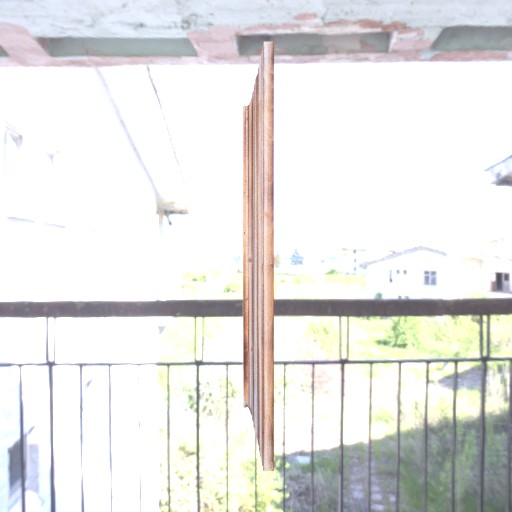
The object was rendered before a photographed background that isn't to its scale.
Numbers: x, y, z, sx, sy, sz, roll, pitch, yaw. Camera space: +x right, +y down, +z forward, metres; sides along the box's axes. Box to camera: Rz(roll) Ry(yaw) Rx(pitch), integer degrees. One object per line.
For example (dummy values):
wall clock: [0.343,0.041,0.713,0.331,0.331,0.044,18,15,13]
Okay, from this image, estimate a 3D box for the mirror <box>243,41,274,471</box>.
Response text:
mirror: [0.000,0.000,1.231,0.061,0.804,0.804,0,0,0]
